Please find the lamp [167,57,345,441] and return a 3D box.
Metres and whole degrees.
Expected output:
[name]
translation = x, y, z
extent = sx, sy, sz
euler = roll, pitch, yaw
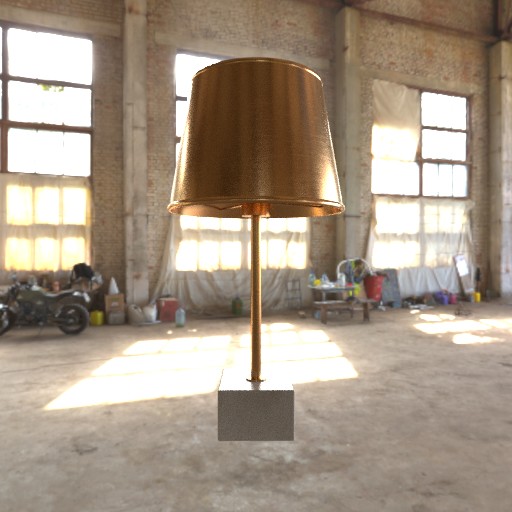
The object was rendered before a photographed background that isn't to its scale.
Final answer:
[lamp]
translation = 0.000, 0.000, 0.530
extent = 0.208, 0.406, 0.208
euler = 0, 0, 0
